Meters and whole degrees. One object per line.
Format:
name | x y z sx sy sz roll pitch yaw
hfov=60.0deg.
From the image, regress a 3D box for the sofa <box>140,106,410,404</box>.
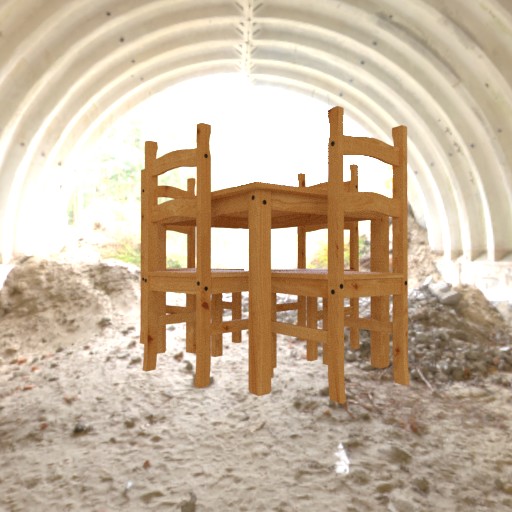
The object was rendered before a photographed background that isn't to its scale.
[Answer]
sofa | 0.000 0.000 2.223 1.144 1.000 1.529 0 -1 -36
